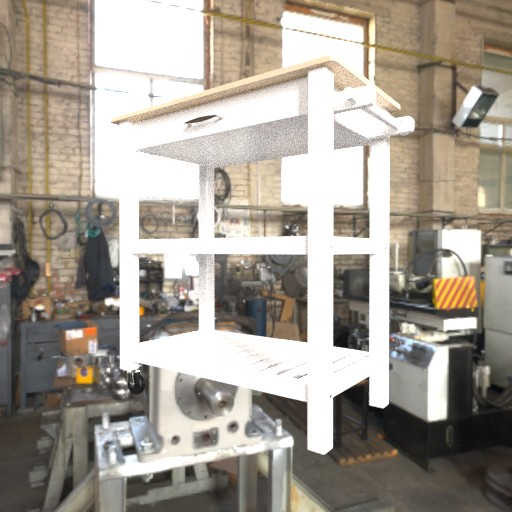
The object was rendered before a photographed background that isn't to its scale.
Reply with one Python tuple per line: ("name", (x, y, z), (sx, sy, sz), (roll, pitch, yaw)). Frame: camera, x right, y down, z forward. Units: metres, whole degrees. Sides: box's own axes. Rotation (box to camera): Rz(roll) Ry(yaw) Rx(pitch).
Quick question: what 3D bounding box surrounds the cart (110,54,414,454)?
("cart", (0.000, 0.000, 1.418), (0.899, 0.927, 0.457), (1, 1, 37))
